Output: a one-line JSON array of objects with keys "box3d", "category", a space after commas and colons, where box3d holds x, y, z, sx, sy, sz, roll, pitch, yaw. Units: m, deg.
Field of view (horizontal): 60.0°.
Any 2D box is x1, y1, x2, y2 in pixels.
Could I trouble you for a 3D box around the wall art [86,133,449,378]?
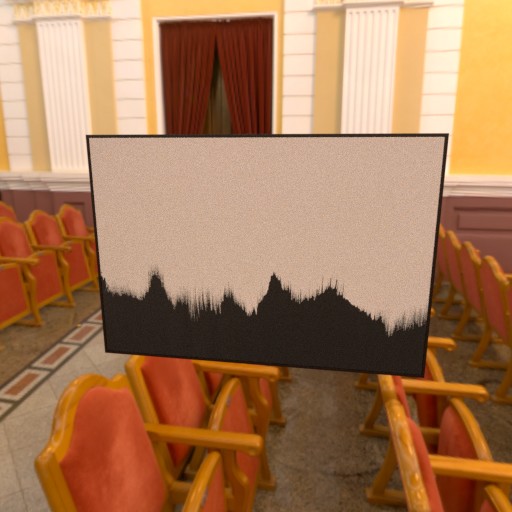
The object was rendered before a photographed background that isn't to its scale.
[{"box3d": [0.000, 0.000, 1.245, 0.957, 0.660, 0.019, 2, 14, 9], "category": "wall art"}]
